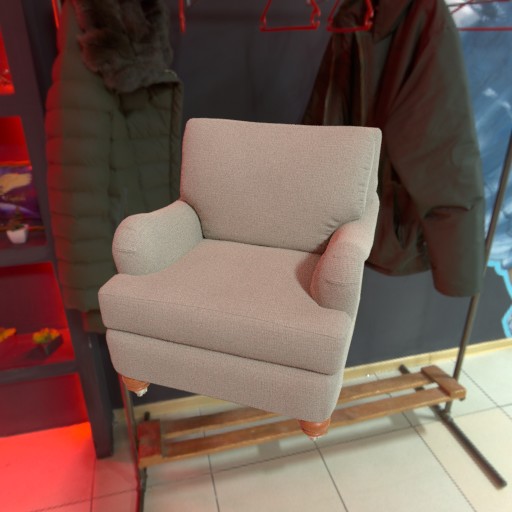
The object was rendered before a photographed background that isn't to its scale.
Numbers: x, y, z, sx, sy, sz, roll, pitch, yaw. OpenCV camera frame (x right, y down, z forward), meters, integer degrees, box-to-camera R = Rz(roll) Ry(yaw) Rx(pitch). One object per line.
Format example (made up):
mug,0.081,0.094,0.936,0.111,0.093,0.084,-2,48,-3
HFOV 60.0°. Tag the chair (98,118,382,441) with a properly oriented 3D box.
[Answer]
chair,0.000,0.000,1.917,0.955,1.038,1.070,8,27,16
